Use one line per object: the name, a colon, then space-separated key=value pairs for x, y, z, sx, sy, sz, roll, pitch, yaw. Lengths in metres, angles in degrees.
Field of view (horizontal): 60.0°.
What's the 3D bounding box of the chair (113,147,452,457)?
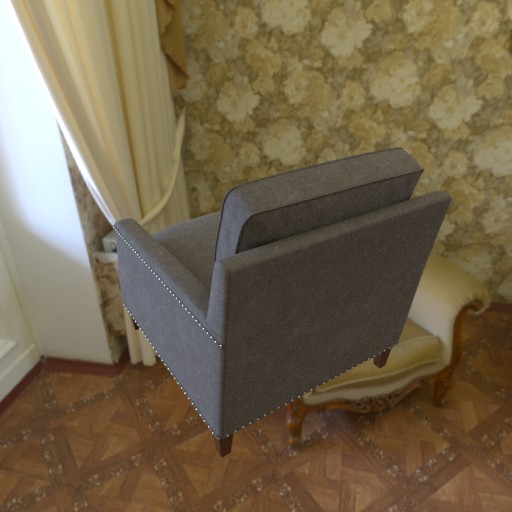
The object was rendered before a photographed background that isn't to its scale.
chair: x=0.000 y=0.000 z=1.738 sx=0.853 sy=0.948 sz=1.014 roll=-18 pitch=34 yaw=-29
